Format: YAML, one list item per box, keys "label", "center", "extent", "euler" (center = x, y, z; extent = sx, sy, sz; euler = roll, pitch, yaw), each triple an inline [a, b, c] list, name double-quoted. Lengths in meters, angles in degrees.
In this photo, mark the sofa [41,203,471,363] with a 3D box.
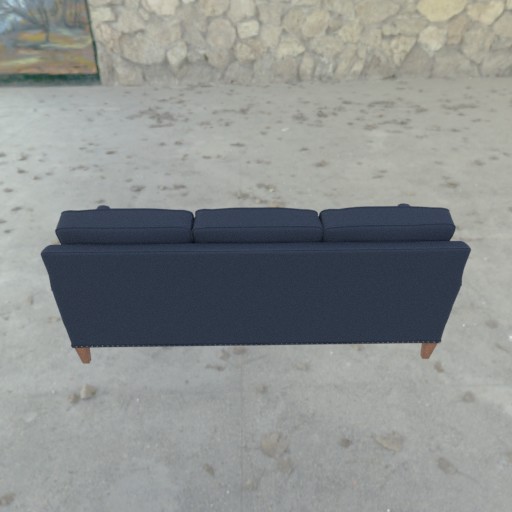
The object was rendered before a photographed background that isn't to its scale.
- label: "sofa"
  center: [0.000, 0.000, 2.843]
  extent: [2.246, 1.003, 1.084]
  euler: [-1, 32, -1]
